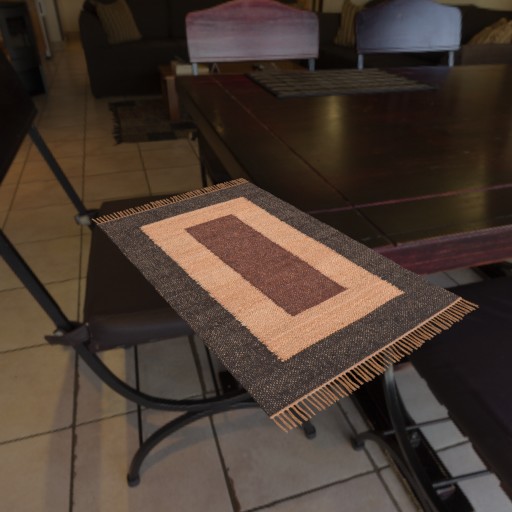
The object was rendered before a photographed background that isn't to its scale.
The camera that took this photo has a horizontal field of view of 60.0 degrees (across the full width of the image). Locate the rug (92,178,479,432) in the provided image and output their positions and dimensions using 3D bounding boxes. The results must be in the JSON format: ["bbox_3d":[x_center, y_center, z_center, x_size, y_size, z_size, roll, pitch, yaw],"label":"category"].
[{"bbox_3d":[0.000,0.000,1.925,0.920,0.013,1.541,-21,38,-30],"label":"rug"}]
